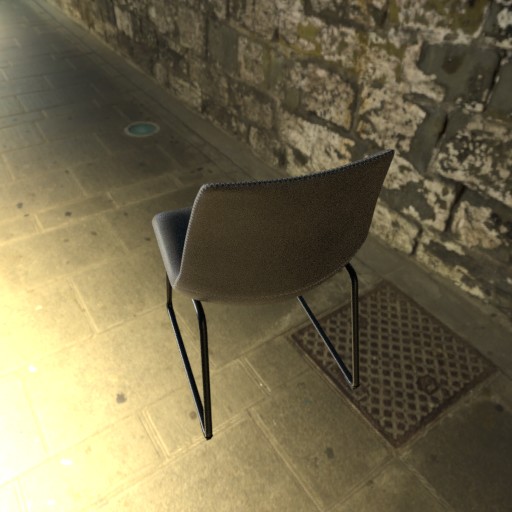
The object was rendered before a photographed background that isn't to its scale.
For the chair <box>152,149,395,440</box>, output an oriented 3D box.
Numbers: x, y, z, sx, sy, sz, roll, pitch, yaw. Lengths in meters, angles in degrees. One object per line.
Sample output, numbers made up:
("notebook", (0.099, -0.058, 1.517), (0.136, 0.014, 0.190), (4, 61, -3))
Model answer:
("chair", (0.000, 0.000, 1.130), (0.460, 0.780, 0.550), (-14, 42, -15))
